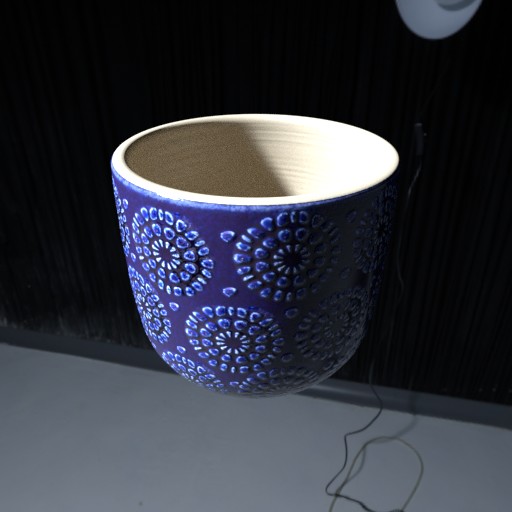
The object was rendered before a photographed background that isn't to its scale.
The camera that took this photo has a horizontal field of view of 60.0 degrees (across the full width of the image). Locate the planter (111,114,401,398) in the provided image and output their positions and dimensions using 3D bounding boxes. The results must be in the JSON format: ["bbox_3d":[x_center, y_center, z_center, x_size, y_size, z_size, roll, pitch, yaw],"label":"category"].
[{"bbox_3d":[0.000,0.000,0.296,0.165,0.149,0.165,0,31,0],"label":"planter"}]
